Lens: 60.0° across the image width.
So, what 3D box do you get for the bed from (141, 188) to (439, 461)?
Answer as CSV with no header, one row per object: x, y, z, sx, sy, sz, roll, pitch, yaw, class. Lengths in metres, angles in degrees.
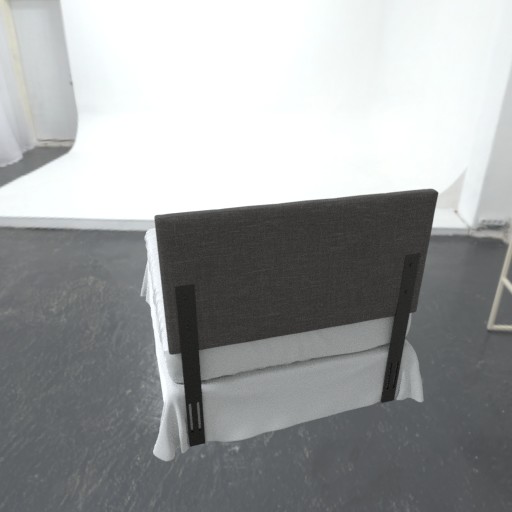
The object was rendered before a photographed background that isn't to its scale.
0.000,0.000,3.584,1.936,1.577,2.222,-7,27,-14,bed
